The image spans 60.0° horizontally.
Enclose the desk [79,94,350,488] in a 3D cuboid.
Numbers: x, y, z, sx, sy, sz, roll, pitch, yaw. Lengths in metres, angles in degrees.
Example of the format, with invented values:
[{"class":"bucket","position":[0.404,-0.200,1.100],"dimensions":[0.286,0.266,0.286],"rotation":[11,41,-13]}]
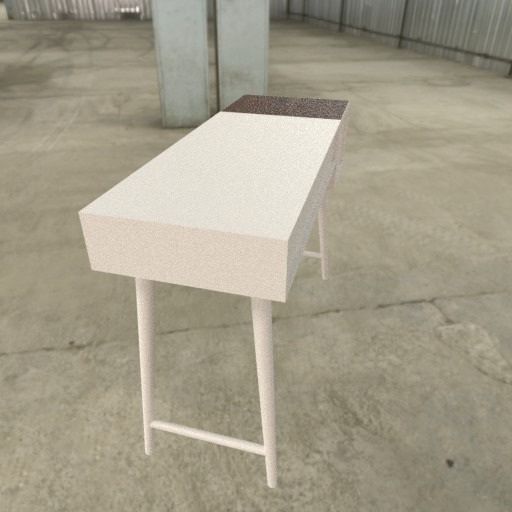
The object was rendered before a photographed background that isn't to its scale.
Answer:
[{"class":"desk","position":[0.000,0.000,1.417],"dimensions":[0.409,0.761,1.069],"rotation":[8,33,13]}]
